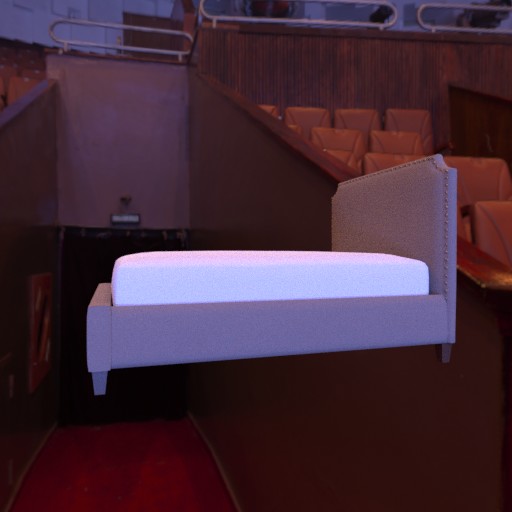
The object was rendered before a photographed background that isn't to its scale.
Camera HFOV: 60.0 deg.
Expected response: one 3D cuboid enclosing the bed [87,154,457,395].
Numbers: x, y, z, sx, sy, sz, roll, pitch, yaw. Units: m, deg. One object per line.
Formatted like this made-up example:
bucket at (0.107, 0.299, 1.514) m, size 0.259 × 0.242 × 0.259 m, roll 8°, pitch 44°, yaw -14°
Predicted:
bed at (0.000, 0.000, 3.447) m, size 2.372 × 1.443 × 1.713 m, roll 0°, pitch 1°, yaw -18°
